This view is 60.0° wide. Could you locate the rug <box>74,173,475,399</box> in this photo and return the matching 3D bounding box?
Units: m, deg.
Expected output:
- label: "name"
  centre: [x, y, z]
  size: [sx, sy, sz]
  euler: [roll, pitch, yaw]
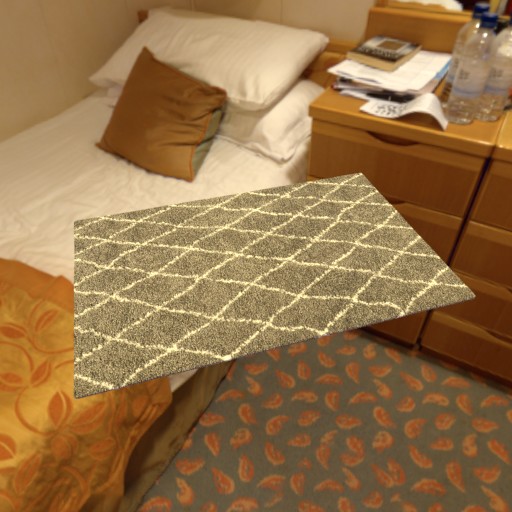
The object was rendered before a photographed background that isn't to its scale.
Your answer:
- label: "rug"
  centre: [0.000, 0.000, 3.492]
  size: [2.743, 0.030, 1.778]
  euler: [-11, 43, -13]
